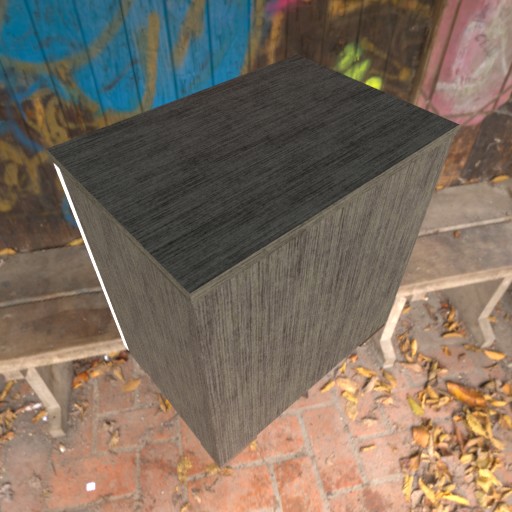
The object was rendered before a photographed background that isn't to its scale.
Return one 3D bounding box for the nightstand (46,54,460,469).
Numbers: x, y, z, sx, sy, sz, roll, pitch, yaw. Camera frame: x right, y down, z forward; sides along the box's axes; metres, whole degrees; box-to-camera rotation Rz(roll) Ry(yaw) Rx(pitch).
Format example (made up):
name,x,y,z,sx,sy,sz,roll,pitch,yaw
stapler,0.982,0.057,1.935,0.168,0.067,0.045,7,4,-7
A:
name,x,y,z,sx,sy,sz,roll,pitch,yaw
nightstand,0.000,0.000,0.744,0.441,0.460,0.325,-32,54,-27
